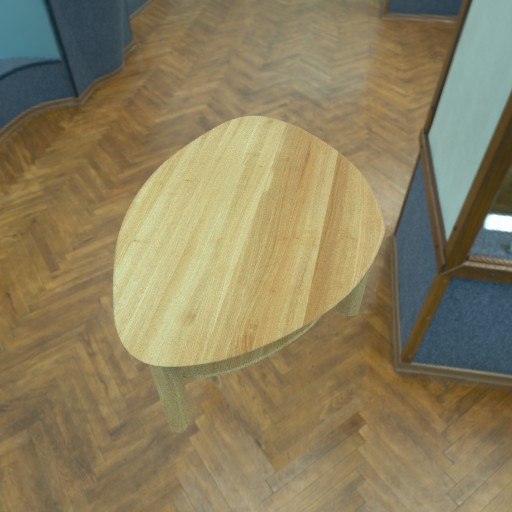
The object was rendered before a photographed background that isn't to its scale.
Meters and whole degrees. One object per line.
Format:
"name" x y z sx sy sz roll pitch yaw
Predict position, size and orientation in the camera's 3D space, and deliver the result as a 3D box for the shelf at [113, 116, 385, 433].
"shelf" 0.000 0.000 1.636 0.845 0.440 1.246 9 46 9
